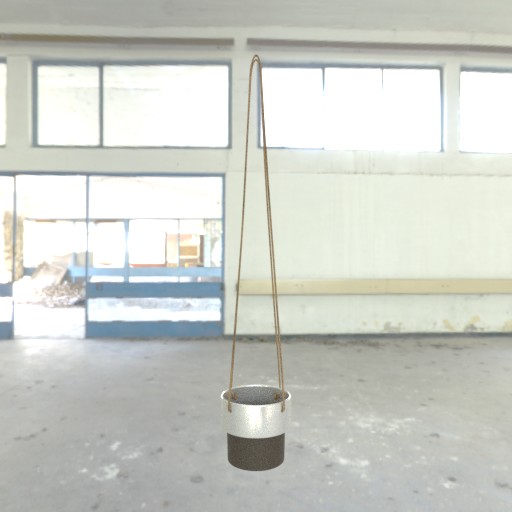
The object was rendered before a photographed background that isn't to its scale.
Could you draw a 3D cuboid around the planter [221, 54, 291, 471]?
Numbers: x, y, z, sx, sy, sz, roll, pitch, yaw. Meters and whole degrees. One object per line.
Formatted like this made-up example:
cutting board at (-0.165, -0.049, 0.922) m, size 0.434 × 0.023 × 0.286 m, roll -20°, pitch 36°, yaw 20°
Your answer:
planter at (0.000, 0.000, 1.182) m, size 0.187 × 1.073 × 0.187 m, roll 0°, pitch -1°, yaw -1°
